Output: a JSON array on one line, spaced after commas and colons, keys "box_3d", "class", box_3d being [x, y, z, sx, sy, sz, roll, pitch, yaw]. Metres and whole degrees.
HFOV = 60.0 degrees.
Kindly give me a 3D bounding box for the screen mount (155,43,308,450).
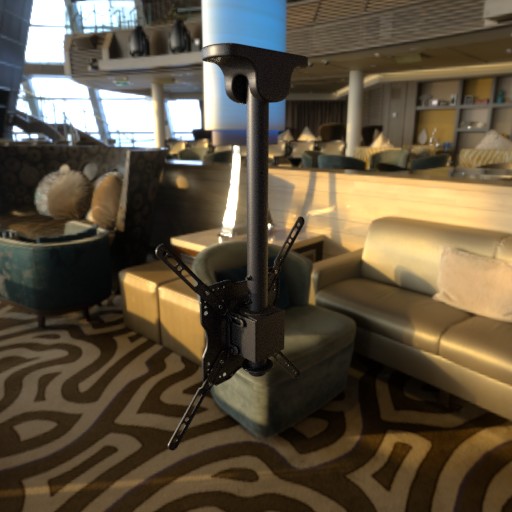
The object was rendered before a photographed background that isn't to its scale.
[{"box_3d": [0.000, 0.000, 0.864, 0.393, 0.729, 0.090, -15, 21, -43], "class": "screen mount"}]
